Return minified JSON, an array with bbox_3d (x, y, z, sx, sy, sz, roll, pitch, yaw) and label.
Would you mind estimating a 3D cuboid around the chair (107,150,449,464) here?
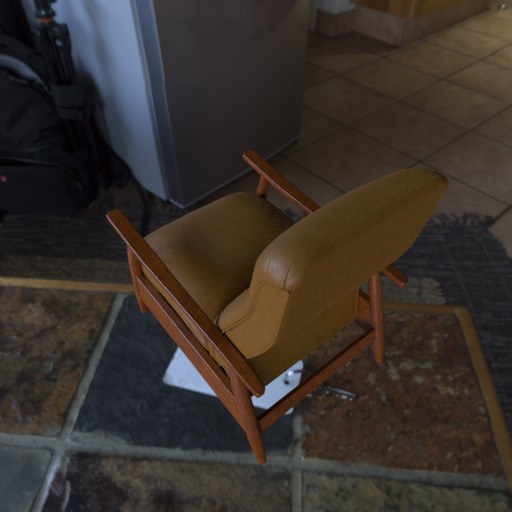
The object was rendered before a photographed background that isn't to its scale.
[{"bbox_3d":[0.000,0.000,1.756,0.762,1.082,1.014,-30,53,-26],"label":"chair"}]
